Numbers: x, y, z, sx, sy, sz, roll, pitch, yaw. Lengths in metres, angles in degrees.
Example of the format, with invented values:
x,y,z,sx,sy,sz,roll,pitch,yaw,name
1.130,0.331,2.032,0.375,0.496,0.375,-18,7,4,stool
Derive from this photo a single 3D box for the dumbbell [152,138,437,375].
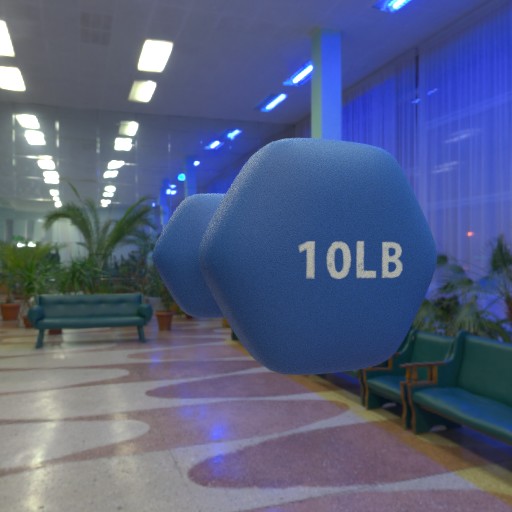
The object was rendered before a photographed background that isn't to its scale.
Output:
x,y,z,sx,sy,sz,roll,pitch,yaw,name
0.000,0.000,0.261,0.103,0.093,0.212,0,0,-19,dumbbell
